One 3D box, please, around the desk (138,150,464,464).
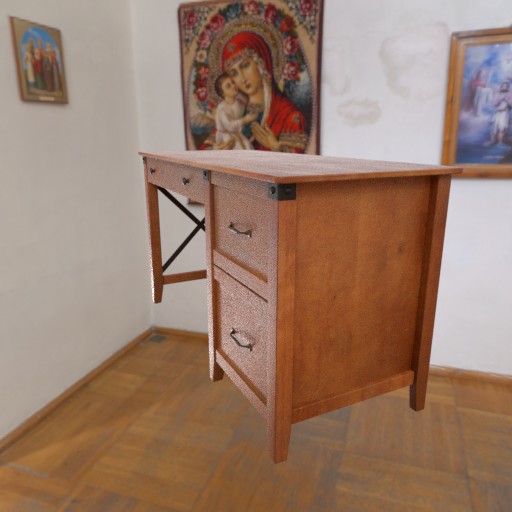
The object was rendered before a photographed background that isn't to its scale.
[{"bbox_3d":[0.000,0.000,1.738,0.574,0.756,1.353,-8,17,-26],"label":"desk"}]
